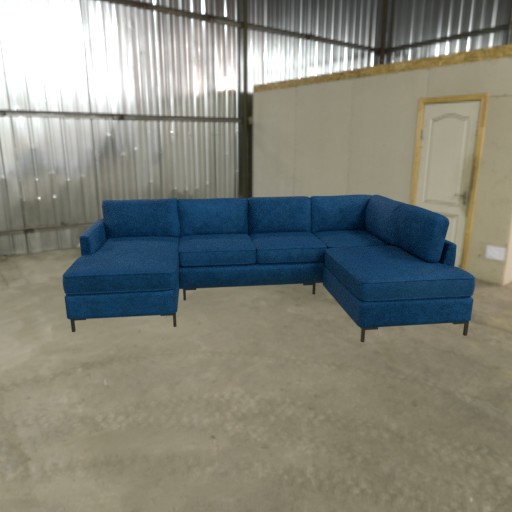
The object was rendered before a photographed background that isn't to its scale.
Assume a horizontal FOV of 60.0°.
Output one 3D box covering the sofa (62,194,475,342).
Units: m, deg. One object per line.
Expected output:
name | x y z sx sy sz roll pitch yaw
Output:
sofa | 0.000 0.000 4.404 3.434 0.992 2.055 -2 16 -7
